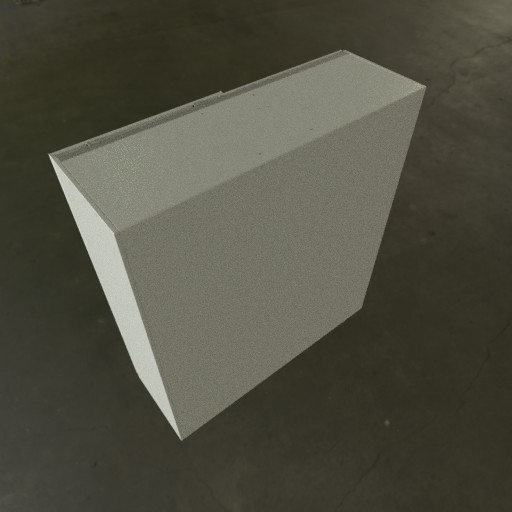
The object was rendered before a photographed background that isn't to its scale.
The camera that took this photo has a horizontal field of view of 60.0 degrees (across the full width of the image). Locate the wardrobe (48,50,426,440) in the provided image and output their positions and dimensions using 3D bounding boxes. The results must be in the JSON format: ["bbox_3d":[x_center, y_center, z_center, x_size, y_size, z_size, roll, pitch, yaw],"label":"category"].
[{"bbox_3d":[0.000,0.000,2.826,1.780,1.960,0.629,-30,54,-25],"label":"wardrobe"}]
